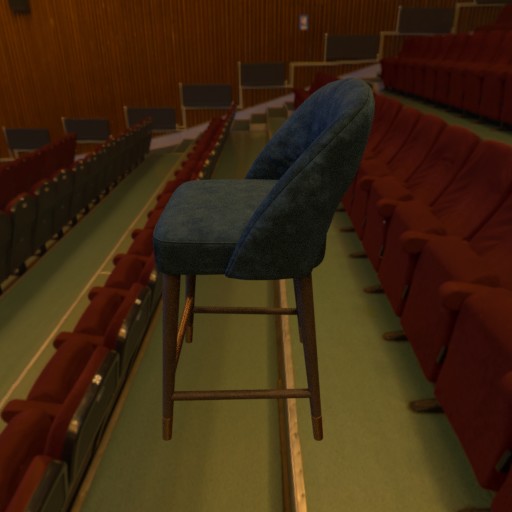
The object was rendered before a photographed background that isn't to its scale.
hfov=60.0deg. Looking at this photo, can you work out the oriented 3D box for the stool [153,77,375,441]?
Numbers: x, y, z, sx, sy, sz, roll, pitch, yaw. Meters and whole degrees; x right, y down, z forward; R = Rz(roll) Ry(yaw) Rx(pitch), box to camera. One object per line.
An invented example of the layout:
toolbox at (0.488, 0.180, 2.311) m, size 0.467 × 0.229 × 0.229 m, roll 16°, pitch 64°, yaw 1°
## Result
stool at (0.000, 0.000, 1.240) m, size 0.524 × 0.925 × 0.536 m, roll 0°, pitch 26°, yaw 0°
